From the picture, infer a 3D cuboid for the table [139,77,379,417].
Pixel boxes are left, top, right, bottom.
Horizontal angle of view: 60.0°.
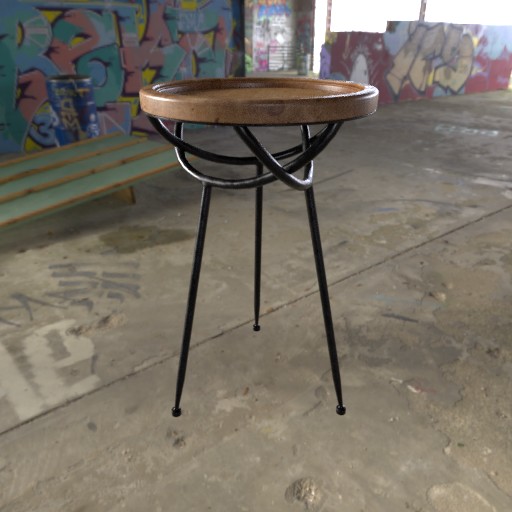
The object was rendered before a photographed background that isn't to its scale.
[{"bbox_3d":[0.000,0.000,0.923,0.418,0.664,0.414,-8,27,-16],"label":"table"}]
